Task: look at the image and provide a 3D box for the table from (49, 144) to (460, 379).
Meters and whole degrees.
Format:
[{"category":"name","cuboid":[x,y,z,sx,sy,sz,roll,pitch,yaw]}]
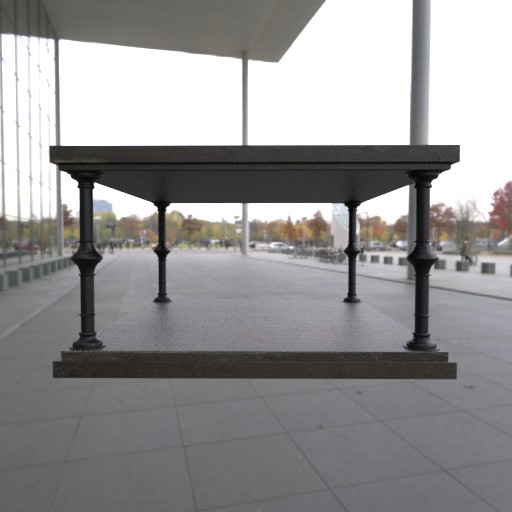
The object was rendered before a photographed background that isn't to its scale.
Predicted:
[{"category":"table","cuboid":[0.000,0.000,1.105,0.696,0.400,0.696,0,2,1]}]
